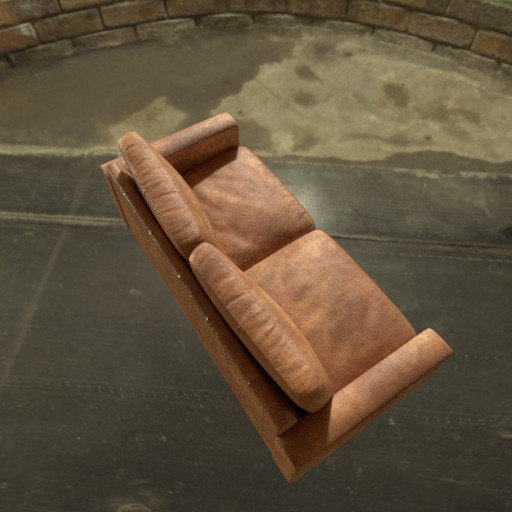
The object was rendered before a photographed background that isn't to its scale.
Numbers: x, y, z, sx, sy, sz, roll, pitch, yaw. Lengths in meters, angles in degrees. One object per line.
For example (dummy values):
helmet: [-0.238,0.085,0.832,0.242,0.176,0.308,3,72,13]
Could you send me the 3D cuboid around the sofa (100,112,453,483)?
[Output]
sofa: [0.000,0.000,2.655,1.016,0.873,2.179,-29,62,-17]
